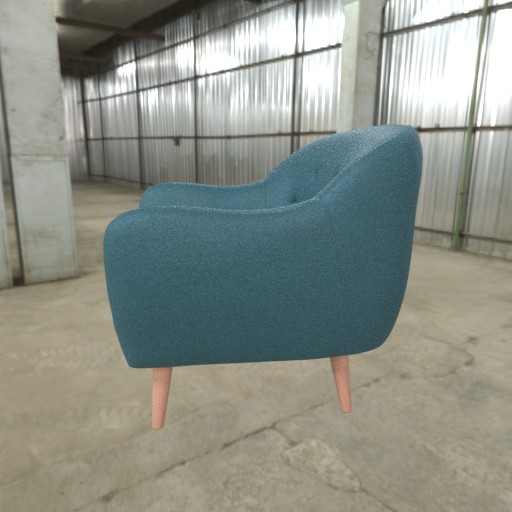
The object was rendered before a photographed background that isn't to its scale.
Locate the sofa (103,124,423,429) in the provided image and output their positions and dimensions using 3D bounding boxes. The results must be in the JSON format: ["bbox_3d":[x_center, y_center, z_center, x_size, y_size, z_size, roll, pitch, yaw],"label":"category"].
[{"bbox_3d":[0.000,0.000,1.437,0.825,0.817,0.836,-2,13,-8],"label":"sofa"}]
